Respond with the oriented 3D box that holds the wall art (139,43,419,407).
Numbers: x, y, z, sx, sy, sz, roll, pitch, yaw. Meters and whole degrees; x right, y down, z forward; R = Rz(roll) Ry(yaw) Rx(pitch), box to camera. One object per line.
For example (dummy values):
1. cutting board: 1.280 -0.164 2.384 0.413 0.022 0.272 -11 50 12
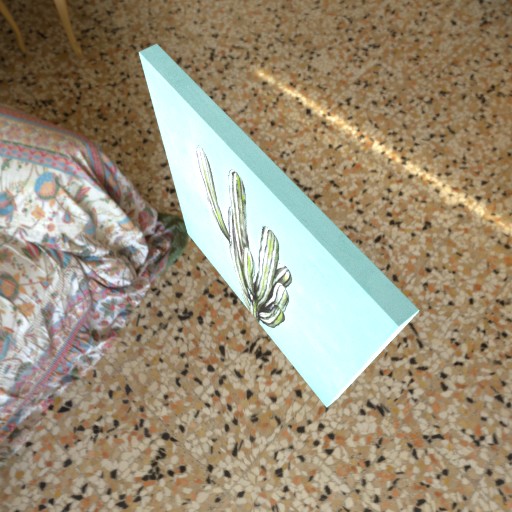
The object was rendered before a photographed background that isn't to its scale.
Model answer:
1. wall art: 0.000 0.000 0.905 0.036 0.603 0.603 -34 68 -16
